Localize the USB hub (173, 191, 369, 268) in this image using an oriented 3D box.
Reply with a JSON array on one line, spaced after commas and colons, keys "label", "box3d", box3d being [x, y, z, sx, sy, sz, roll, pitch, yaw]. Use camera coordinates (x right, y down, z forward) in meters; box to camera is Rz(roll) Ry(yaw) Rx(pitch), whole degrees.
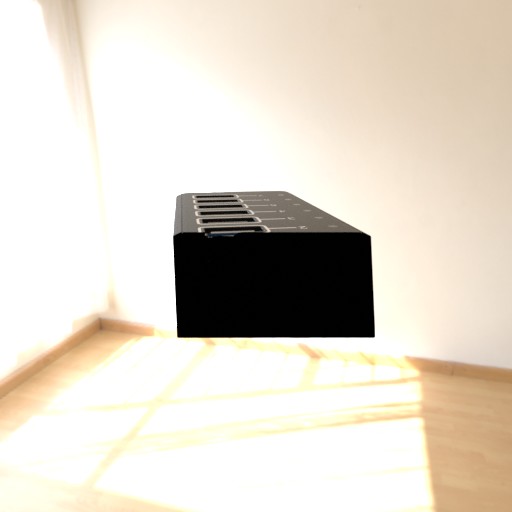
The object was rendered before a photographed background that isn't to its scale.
[{"label": "USB hub", "box3d": [0.000, 0.000, 0.124, 0.044, 0.023, 0.110, -2, 15, -9]}]
